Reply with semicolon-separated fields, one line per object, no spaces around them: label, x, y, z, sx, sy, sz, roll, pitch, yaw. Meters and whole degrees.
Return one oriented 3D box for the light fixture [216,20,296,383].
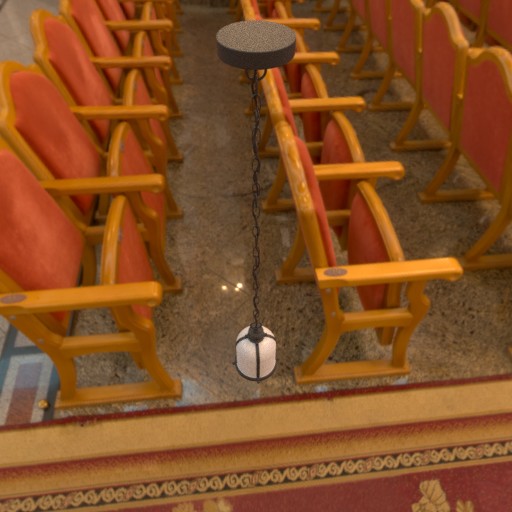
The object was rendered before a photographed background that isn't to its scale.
light fixture;0.000;0.000;1.237;0.178;1.181;0.178;-4;48;-4
